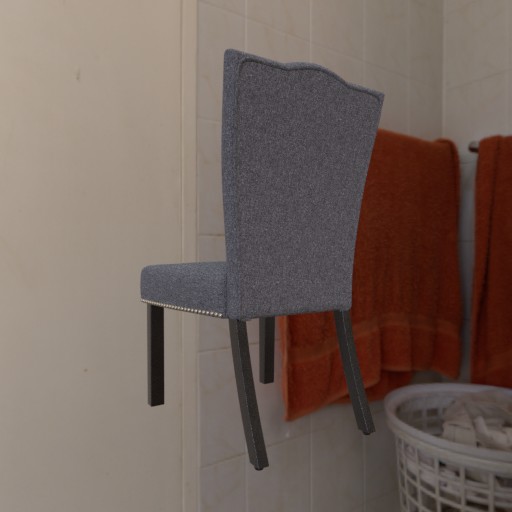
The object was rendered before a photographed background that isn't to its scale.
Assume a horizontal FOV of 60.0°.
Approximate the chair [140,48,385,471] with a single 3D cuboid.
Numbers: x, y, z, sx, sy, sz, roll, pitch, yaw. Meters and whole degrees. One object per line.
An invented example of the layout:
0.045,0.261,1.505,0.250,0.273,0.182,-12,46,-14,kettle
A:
0.000,0.000,1.311,0.518,0.946,0.589,0,1,-33,chair
